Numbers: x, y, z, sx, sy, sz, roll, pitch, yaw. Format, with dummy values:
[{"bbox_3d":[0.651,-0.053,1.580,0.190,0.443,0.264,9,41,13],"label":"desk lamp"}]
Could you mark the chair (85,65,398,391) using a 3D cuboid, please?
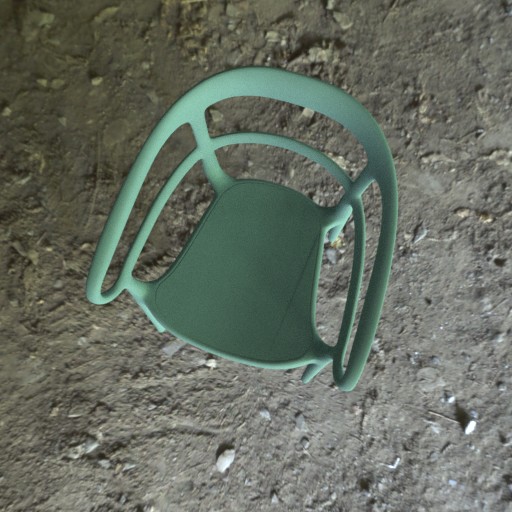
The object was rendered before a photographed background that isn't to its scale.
[{"bbox_3d":[0.000,0.000,1.125,0.559,0.761,0.527,18,76,5],"label":"chair"}]
